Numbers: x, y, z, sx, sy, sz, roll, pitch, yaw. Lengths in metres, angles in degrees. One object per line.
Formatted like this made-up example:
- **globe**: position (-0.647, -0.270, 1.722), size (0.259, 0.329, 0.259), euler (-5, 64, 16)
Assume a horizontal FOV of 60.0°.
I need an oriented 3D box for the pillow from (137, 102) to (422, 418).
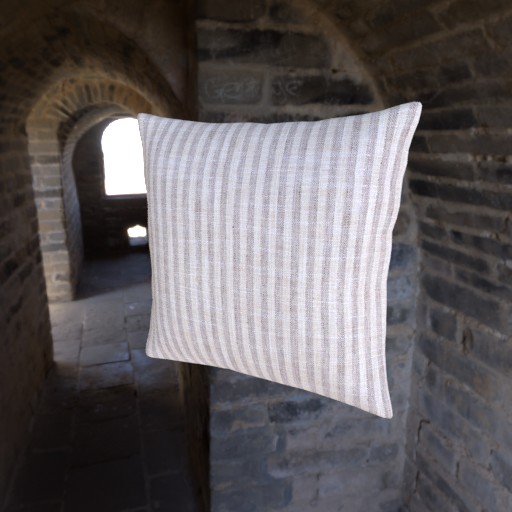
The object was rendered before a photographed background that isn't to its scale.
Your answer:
- **pillow**: position (0.000, 0.000, 0.803), size (0.523, 0.510, 0.166), euler (7, 15, 25)
